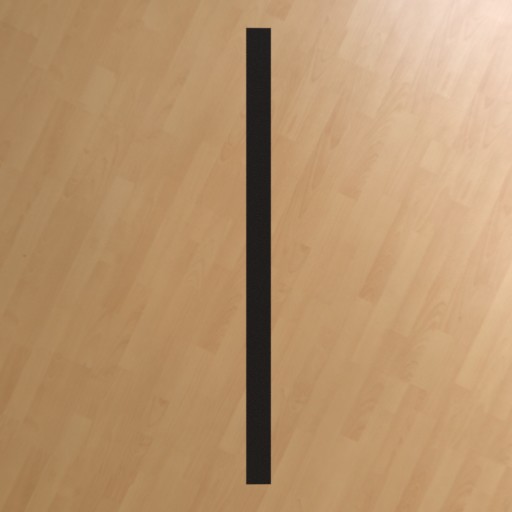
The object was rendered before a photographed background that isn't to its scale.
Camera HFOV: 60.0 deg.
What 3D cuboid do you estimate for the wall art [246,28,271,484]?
[{"bbox_3d":[0.000,0.000,0.765,0.030,0.454,0.554,0,90,-1],"label":"wall art"}]
